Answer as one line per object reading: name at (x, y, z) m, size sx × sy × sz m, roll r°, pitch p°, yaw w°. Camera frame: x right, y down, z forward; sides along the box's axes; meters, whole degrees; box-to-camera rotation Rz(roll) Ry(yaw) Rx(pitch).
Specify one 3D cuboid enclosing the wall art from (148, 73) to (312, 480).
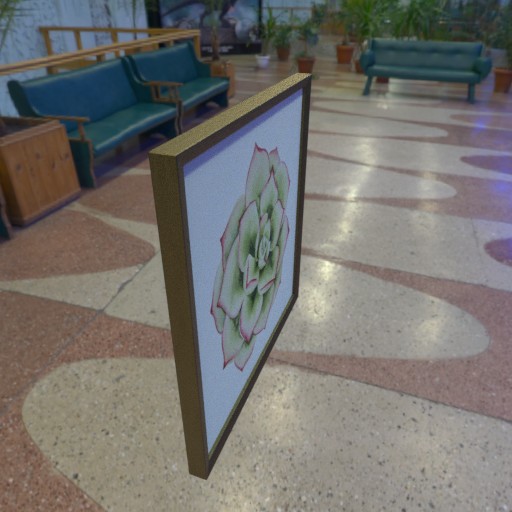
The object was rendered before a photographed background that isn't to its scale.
wall art at (0.000, 0.000, 0.748) m, size 0.031 × 0.506 × 0.503 m, roll 11°, pitch 33°, yaw 18°
